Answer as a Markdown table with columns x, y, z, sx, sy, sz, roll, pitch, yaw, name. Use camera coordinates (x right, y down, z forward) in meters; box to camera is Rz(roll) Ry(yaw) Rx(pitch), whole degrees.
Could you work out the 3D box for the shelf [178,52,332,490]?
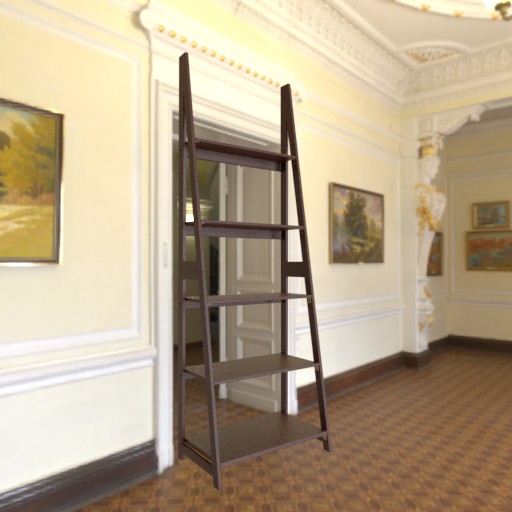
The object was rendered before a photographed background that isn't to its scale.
| x | y | z | sx | sy | sz | roll | pitch | yaw | name |
| --- | --- | --- | --- | --- | --- | --- | --- | --- | --- |
| 0.000 | 0.000 | 1.991 | 0.600 | 1.770 | 0.350 | 1 | -1 | -36 | shelf |
